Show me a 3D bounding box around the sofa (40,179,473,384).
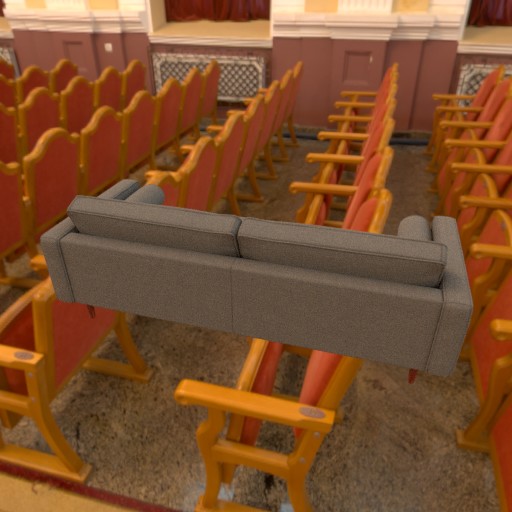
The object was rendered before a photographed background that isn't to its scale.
[{"bbox_3d":[0.000,0.000,2.599,2.198,0.762,0.914,9,33,14],"label":"sofa"}]
